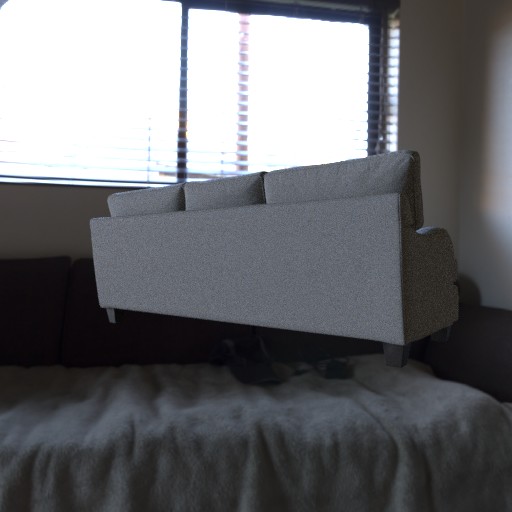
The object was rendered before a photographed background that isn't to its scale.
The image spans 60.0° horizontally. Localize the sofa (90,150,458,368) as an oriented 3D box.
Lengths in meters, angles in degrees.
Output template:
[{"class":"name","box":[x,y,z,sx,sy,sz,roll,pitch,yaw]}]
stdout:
[{"class":"sofa","box":[0.000,0.000,2.938,2.323,0.997,1.016,0,0,37]}]
